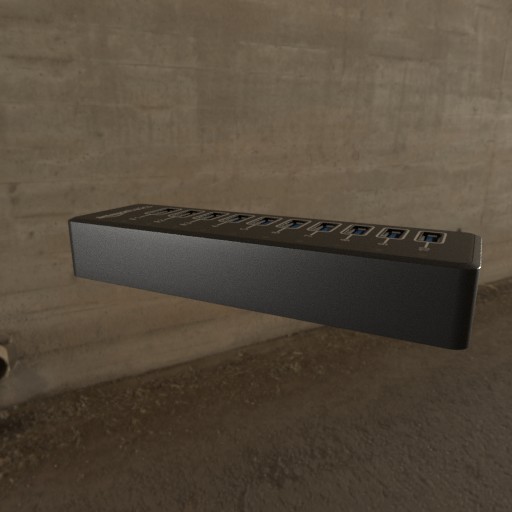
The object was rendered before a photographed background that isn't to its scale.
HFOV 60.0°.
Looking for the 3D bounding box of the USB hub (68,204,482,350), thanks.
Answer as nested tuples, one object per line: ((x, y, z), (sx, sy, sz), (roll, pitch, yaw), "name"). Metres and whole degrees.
((0.000, 0.000, 0.161), (0.145, 0.023, 0.044), (8, 17, 25), "USB hub")
